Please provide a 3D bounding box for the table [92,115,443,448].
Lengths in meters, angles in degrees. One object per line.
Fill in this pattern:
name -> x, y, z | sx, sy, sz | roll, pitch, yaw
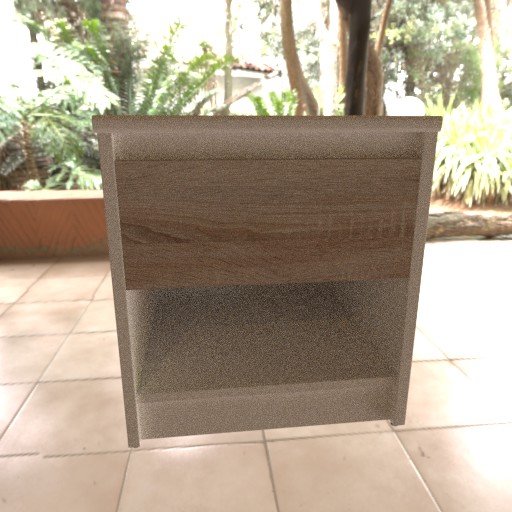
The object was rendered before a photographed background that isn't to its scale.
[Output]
table -> 0.000, 0.000, 0.769 | 0.420, 0.460, 0.380 | -2, 17, -7
